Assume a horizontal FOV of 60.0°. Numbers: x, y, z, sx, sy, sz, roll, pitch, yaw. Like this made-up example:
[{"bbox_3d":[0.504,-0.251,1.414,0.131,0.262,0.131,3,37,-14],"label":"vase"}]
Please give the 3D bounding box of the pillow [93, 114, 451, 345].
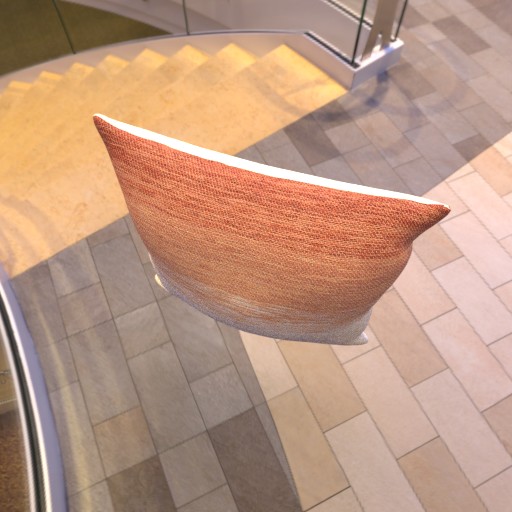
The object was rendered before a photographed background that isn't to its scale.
[{"bbox_3d":[0.000,0.000,0.687,0.440,0.441,0.182,16,61,9],"label":"pillow"}]
